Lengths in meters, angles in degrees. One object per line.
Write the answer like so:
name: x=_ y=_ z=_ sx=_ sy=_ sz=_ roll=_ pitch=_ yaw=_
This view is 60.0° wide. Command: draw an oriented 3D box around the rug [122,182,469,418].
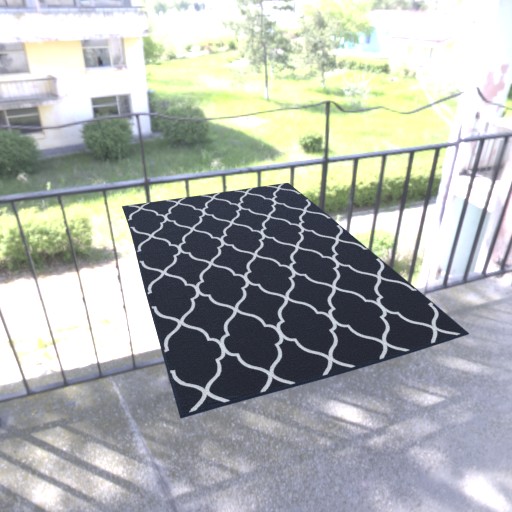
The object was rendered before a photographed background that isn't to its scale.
rug: x=0.000 y=0.000 z=2.985 sx=1.526 sy=0.014 sz=2.290 roll=-11 pitch=32 yaw=-18
